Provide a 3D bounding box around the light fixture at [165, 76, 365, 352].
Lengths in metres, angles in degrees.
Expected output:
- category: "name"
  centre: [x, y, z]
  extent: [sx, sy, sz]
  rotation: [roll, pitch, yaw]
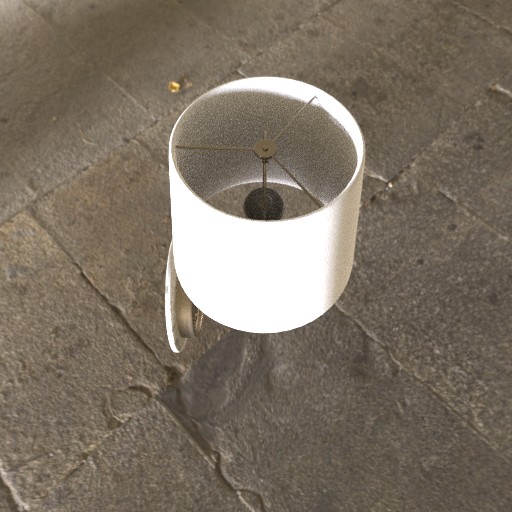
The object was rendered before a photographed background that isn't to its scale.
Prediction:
- category: "light fixture"
  centre: [0.000, 0.000, 0.445]
  extent: [0.188, 0.337, 0.168]
  rotation: [1, 64, 0]
